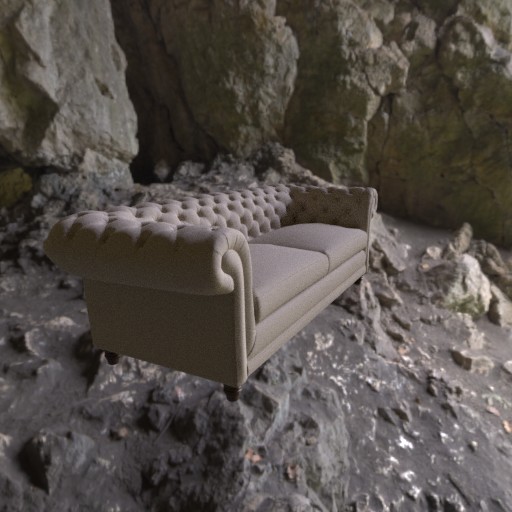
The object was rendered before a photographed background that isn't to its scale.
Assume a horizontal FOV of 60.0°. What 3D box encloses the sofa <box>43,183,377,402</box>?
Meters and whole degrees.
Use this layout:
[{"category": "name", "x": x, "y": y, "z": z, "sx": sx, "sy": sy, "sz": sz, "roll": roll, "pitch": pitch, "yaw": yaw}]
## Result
[{"category": "sofa", "x": 0.000, "y": 0.000, "z": 3.091, "sx": 1.076, "sy": 0.847, "sz": 2.694, "roll": 7, "pitch": 15, "yaw": 27}]
